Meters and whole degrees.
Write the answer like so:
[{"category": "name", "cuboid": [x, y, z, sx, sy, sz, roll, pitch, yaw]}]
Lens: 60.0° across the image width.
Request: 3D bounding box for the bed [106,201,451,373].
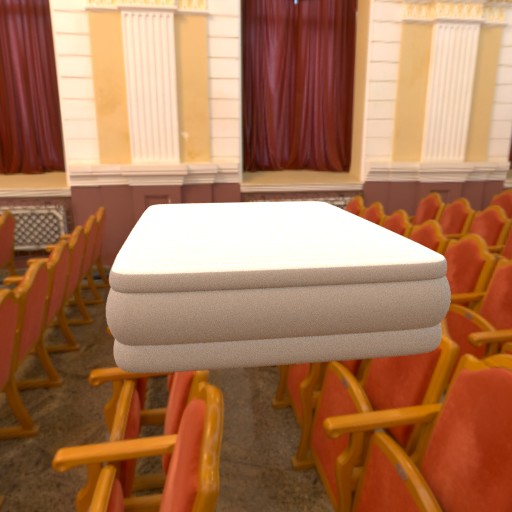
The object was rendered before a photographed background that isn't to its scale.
[{"category": "bed", "cuboid": [0.000, 0.000, 2.757, 1.520, 0.460, 2.036, -2, 15, -8]}]
